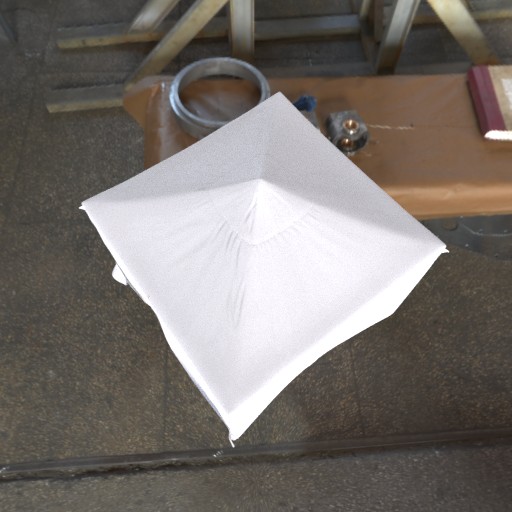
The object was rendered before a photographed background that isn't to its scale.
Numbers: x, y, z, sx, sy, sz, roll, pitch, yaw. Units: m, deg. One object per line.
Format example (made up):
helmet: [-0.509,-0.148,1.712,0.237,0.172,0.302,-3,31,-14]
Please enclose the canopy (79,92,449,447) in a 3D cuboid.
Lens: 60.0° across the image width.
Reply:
canopy: [0.000,0.000,5.498,3.121,2.997,3.043,-34,68,-16]
